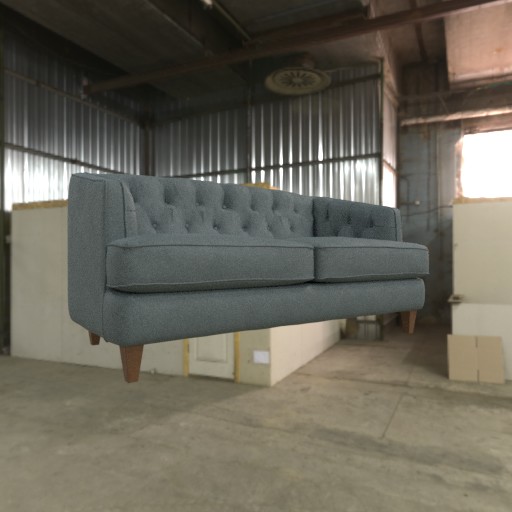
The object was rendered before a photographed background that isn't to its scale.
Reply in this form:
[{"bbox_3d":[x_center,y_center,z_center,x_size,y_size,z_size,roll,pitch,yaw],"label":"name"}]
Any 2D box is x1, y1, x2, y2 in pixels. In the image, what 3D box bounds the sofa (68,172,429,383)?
[{"bbox_3d":[0.000,0.000,2.276,1.733,0.855,0.941,0,0,-36],"label":"sofa"}]
